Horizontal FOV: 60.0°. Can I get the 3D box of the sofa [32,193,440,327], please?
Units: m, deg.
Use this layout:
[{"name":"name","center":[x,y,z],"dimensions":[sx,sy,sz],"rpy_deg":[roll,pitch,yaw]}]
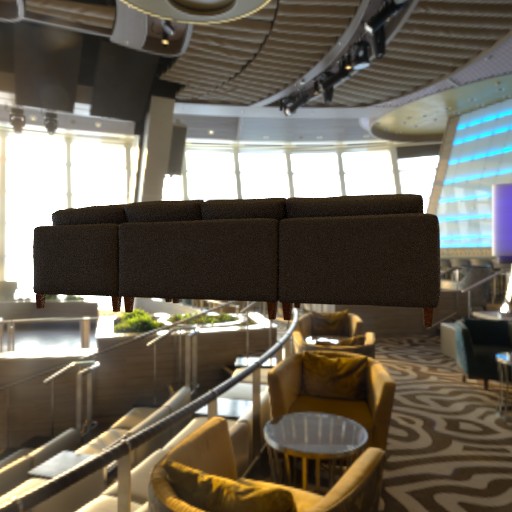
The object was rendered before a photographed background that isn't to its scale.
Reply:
[{"name":"sofa","center":[0.000,0.000,4.675],"dimensions":[3.460,0.961,2.594],"rpy_deg":[0,0,19]}]
